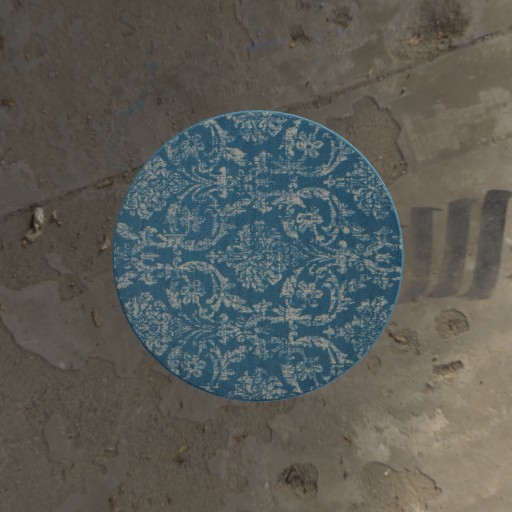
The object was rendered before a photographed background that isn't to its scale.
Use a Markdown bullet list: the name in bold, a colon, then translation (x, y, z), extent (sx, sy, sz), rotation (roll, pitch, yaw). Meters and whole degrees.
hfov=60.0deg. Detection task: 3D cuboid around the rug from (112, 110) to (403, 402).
- **rug**: translation (0.000, 0.000, 2.421), extent (1.593, 0.012, 1.593), rotation (0, 90, 2)
